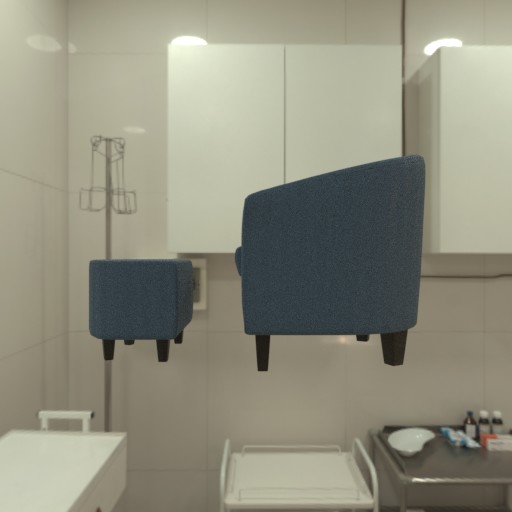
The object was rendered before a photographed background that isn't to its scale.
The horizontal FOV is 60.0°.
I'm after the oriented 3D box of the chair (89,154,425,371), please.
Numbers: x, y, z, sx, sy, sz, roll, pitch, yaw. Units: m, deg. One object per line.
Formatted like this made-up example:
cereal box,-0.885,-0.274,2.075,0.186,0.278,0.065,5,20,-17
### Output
chair,0.000,0.000,1.760,1.288,0.757,0.756,0,0,0
